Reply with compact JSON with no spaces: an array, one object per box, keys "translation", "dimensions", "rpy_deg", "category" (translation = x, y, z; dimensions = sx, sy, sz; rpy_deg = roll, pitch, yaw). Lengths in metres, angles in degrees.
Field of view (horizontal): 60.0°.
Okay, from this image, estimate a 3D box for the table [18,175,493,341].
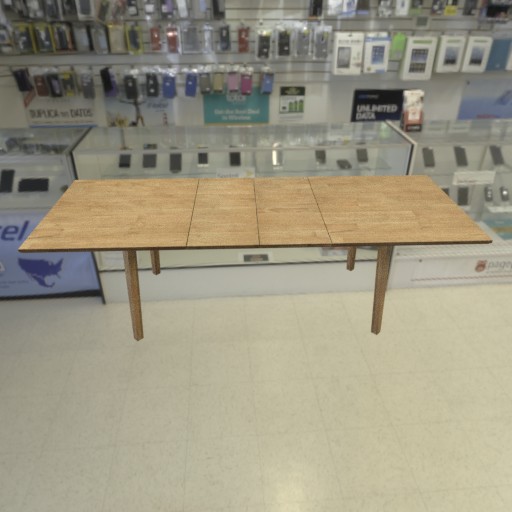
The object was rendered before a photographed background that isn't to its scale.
[{"translation":[0.000,0.000,3.048],"dimensions":[2.603,0.752,1.000],"rpy_deg":[-1,31,-2],"category":"table"}]
